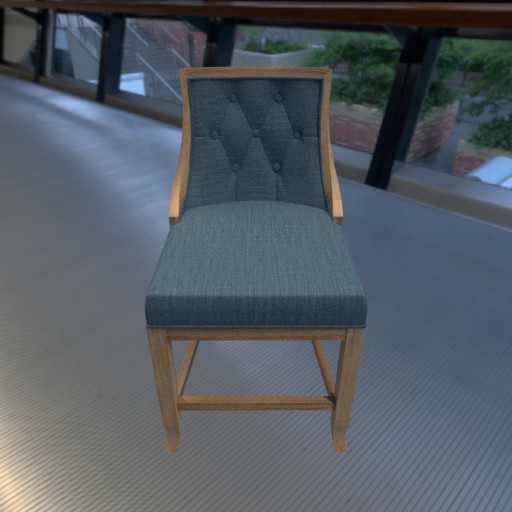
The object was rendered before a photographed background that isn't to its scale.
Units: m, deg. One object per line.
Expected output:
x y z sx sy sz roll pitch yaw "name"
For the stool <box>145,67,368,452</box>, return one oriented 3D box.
0.000 0.000 1.288 0.524 0.938 0.626 0 32 0 "stool"
